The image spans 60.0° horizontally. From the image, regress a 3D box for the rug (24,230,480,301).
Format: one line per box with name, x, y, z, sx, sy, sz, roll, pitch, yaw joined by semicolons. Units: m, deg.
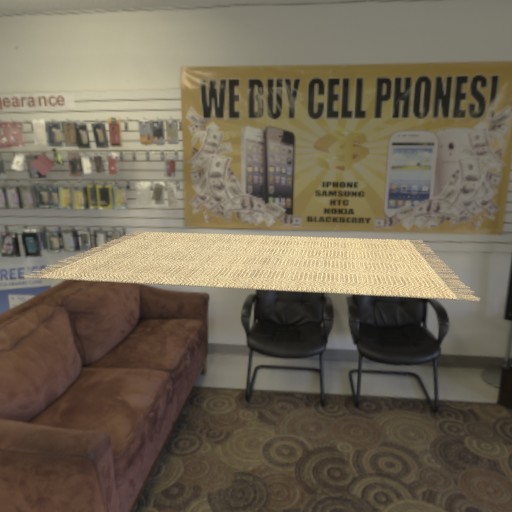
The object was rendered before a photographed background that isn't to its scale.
rug;0.000;0.000;3.109;2.523;0.034;1.528;2;13;9
